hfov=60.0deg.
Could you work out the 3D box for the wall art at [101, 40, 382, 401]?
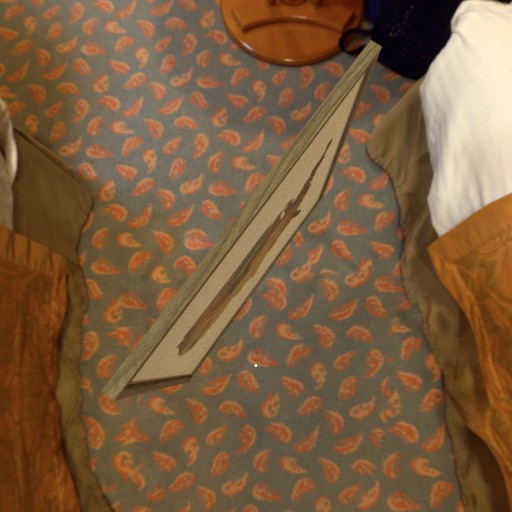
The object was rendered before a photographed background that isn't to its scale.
[{"bbox_3d":[0.000,0.000,0.737,0.016,0.507,0.508,35,79,8],"label":"wall art"}]
